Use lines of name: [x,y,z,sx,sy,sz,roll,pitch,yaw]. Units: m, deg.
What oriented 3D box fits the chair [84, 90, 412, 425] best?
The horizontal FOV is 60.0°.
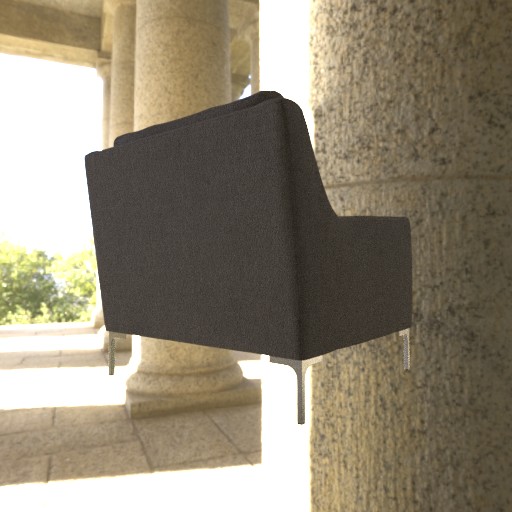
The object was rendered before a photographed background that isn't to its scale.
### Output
chair: [0.000,0.000,1.559,0.847,0.828,0.849,-1,-2,38]
